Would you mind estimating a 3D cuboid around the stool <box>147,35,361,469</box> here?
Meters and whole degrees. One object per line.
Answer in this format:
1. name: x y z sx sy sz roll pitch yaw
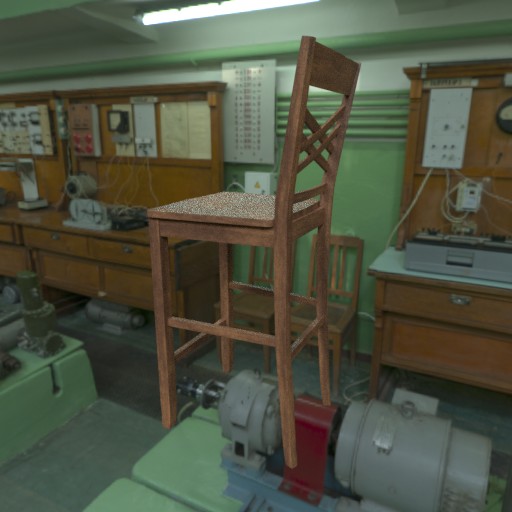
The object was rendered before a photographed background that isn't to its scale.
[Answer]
1. stool: 0.000 0.000 1.336 0.487 1.105 0.433 8 17 25
